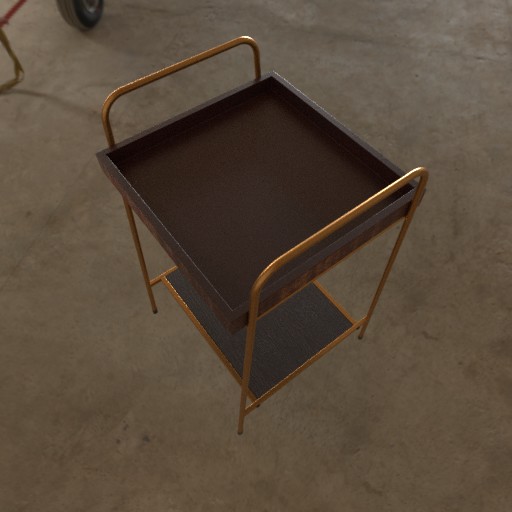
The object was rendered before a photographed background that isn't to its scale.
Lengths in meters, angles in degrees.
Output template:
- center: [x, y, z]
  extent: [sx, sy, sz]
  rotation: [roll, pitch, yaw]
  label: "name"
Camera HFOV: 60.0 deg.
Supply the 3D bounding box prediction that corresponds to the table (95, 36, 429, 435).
- center: [0.000, 0.000, 0.967]
  extent: [0.430, 0.710, 0.430]
  rotation: [-32, 62, -19]
  label: "table"
